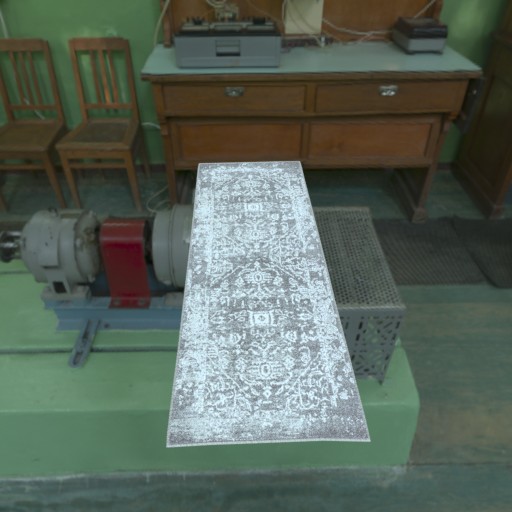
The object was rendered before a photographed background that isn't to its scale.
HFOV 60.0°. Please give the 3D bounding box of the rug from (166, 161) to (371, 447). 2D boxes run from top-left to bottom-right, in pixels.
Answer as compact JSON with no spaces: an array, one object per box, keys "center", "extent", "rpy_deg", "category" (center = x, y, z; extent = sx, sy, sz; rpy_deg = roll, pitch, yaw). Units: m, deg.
[{"center":[0.000,0.000,2.768],"extent":[0.855,0.017,2.452],"rpy_deg":[-2,40,-2],"category":"rug"}]
